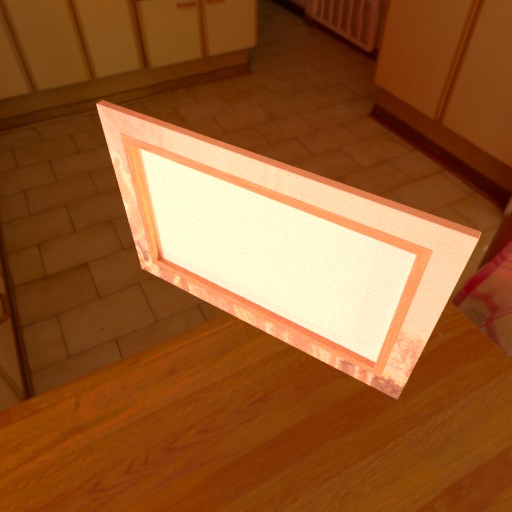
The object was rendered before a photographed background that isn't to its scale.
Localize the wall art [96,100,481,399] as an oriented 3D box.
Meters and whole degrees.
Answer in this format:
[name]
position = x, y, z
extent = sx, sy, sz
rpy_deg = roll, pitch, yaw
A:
[wall art]
position = 0.000, 0.000, 1.925
extent = 1.525, 1.012, 0.038
rpy_deg = 24, 51, 21
